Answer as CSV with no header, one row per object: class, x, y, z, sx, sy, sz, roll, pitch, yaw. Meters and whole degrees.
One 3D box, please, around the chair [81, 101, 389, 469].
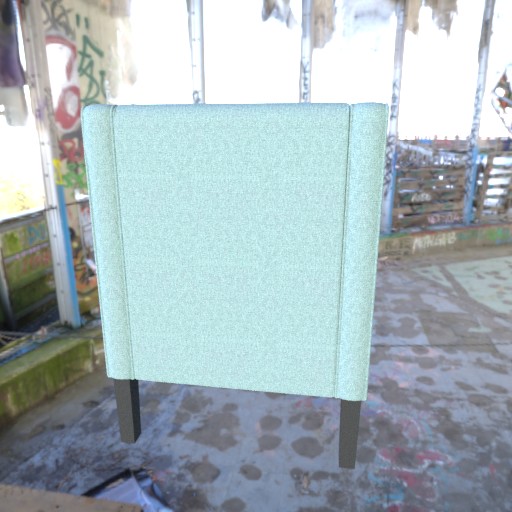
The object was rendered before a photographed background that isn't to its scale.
chair,0.000,0.000,1.811,0.857,1.133,1.025,3,16,9
